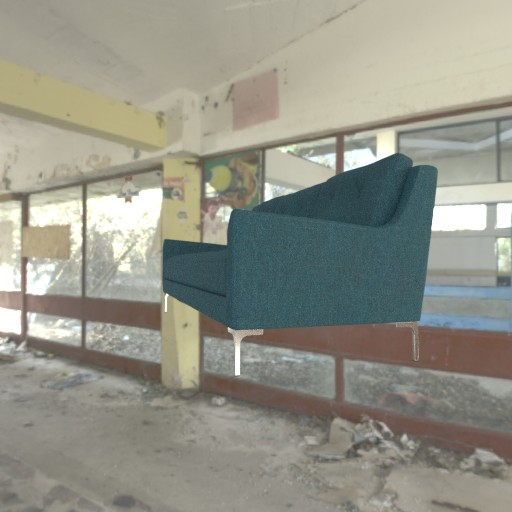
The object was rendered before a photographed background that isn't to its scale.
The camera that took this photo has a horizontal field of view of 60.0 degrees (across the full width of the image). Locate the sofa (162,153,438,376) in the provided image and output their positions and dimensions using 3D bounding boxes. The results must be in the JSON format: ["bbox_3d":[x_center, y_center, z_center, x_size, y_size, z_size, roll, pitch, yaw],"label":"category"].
[{"bbox_3d":[0.000,0.000,2.567,0.849,0.837,2.060,0,-1,-18],"label":"sofa"}]
